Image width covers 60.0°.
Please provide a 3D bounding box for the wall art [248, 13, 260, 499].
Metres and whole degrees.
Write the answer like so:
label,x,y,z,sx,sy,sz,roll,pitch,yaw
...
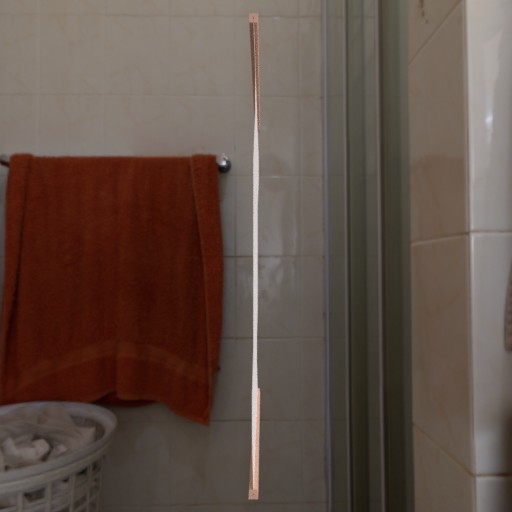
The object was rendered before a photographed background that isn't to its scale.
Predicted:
label,x,y,z,sx,sy,sz,roll,pitch,yaw
wall art,0.000,0.000,1.296,0.020,1.013,0.758,0,-1,1
